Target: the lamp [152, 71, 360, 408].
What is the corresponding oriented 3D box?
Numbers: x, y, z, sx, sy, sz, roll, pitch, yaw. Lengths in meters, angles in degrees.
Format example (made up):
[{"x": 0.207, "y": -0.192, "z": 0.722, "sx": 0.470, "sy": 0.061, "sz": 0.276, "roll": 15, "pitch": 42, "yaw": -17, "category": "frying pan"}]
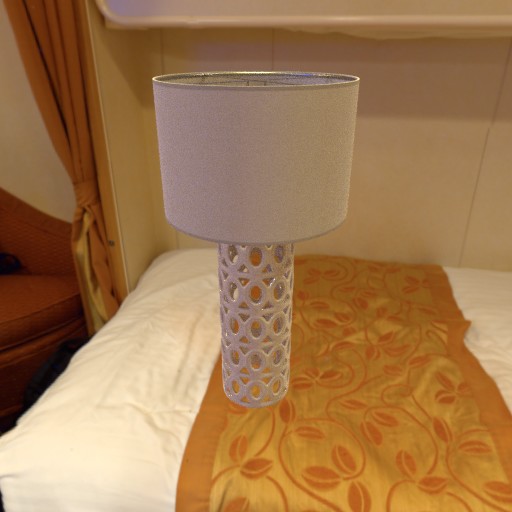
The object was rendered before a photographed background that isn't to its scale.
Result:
[{"x": 0.000, "y": 0.000, "z": 0.848, "sx": 0.324, "sy": 0.636, "sz": 0.325, "roll": -18, "pitch": 31, "yaw": -32, "category": "lamp"}]
